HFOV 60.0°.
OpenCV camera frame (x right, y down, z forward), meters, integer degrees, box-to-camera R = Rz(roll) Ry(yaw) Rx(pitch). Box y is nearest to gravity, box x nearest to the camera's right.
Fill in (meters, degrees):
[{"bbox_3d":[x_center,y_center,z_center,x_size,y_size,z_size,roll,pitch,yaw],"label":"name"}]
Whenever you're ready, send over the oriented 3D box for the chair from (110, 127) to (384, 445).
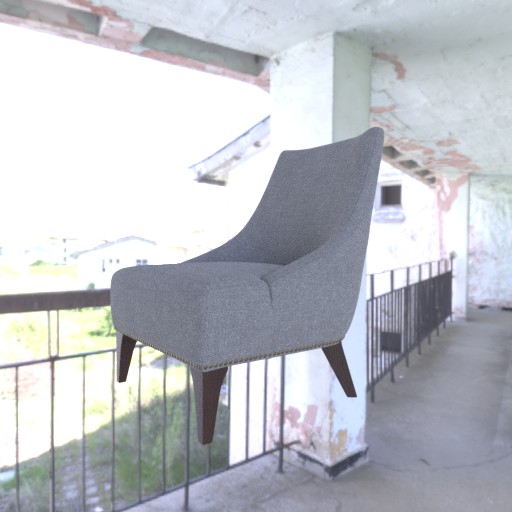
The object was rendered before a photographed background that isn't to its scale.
[{"bbox_3d":[0.000,0.000,1.569,0.861,0.909,0.701,-1,2,-36],"label":"chair"}]
